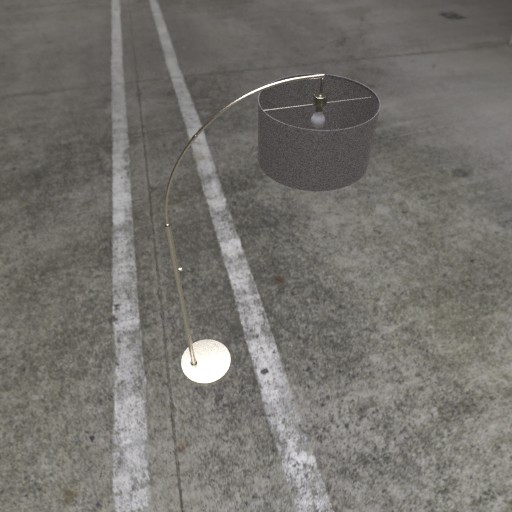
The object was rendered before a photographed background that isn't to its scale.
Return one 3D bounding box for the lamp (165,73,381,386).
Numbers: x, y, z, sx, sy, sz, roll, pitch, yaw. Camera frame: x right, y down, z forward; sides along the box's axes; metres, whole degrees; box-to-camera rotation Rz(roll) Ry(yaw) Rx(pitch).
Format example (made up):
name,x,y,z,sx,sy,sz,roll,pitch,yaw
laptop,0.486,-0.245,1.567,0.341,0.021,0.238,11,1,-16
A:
name,x,y,z,sx,sy,sz,roll,pitch,yaw
lamp,0.000,0.000,2.162,0.934,1.735,0.452,-10,46,-10
